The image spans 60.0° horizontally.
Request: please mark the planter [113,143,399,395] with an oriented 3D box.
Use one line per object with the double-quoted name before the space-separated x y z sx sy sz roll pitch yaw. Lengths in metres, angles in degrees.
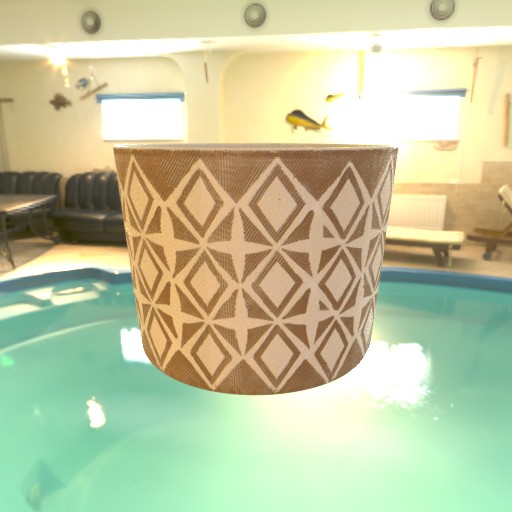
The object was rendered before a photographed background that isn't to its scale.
"planter" 0.000 0.000 0.451 0.260 0.220 0.260 0 15 0
